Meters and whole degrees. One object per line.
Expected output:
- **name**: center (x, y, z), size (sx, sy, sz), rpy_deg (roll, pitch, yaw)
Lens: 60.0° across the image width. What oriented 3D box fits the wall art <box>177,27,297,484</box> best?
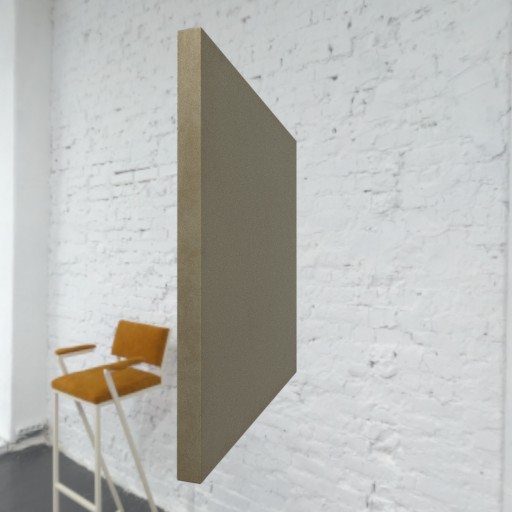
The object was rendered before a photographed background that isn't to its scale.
- **wall art**: center (0.000, 0.000, 0.734), size (0.030, 0.506, 0.503), rpy_deg (0, 0, 17)
